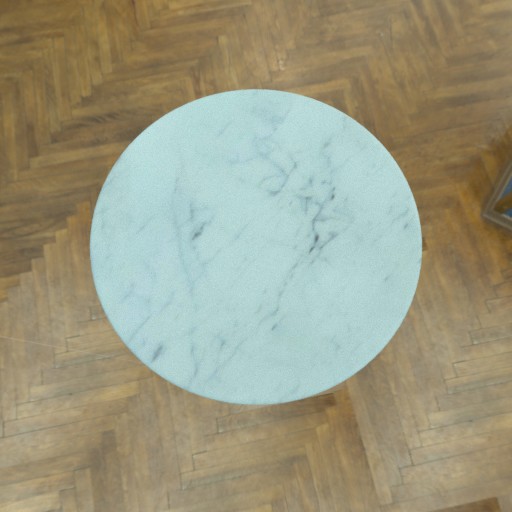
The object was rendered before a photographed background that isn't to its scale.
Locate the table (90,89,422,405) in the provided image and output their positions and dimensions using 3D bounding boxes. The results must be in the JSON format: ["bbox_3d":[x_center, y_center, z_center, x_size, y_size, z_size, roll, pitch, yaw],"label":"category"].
[{"bbox_3d":[0.000,0.000,1.284,0.800,0.450,0.800,0,74,0],"label":"table"}]
